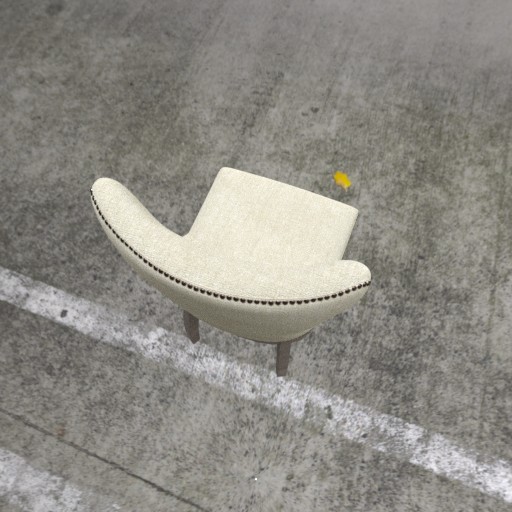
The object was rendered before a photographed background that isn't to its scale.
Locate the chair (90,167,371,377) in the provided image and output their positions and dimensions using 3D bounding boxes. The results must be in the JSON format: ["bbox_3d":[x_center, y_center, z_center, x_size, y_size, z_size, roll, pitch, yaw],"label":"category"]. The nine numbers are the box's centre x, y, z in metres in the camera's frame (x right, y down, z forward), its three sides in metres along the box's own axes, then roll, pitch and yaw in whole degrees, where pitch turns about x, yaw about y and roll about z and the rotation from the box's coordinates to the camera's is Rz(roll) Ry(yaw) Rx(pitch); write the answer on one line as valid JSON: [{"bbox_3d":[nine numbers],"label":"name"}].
[{"bbox_3d":[0.000,0.000,1.451,0.654,1.002,0.681,19,65,9],"label":"chair"}]
